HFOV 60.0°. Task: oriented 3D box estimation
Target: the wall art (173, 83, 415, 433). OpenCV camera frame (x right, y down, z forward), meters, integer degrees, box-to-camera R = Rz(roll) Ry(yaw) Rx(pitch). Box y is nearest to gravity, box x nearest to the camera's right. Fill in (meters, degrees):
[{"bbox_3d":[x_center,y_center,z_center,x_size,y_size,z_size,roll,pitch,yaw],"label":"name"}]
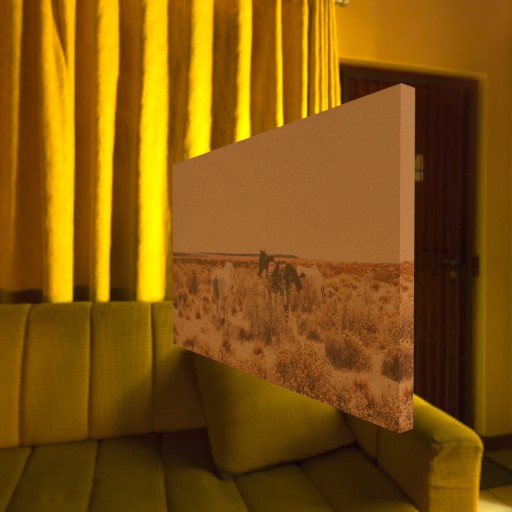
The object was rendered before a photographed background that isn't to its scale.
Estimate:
[{"bbox_3d":[0.000,0.000,1.438,0.051,0.761,1.138,-1,1,-36],"label":"wall art"}]
